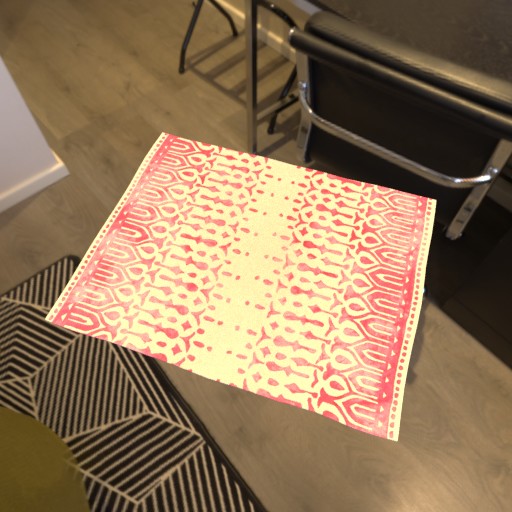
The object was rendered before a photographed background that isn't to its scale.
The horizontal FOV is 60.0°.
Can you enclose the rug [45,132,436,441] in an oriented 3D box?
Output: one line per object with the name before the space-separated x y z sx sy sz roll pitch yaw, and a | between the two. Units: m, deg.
rug | 0.000 0.000 4.184 3.095 0.016 2.441 16 60 10
